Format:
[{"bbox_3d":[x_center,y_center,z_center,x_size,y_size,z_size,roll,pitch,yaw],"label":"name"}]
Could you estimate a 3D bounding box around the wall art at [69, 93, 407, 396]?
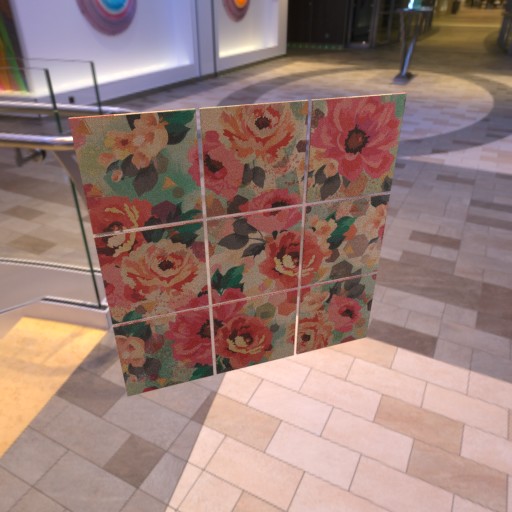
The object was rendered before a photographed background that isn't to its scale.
[{"bbox_3d":[0.000,0.000,1.841,1.216,1.220,0.013,-10,32,-16],"label":"wall art"}]
